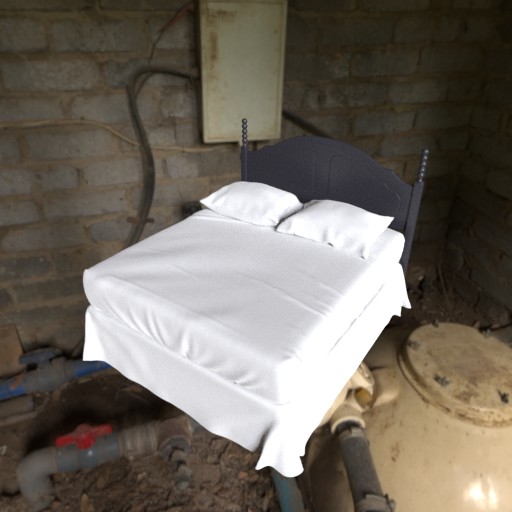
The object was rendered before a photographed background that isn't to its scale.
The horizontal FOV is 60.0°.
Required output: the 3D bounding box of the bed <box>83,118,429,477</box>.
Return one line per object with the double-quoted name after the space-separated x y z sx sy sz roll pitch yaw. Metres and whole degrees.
0.000 0.000 3.188 1.873 1.356 2.040 19 35 29 "bed"
